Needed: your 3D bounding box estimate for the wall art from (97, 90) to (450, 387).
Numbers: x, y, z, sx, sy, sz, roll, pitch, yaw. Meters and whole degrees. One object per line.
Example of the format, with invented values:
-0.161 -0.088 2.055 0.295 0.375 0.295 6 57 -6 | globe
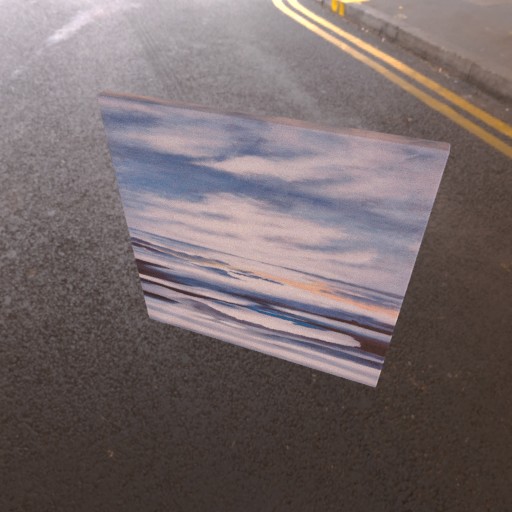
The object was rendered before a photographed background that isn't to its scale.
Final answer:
0.000 0.000 1.140 0.747 0.747 0.035 14 43 15 | wall art
